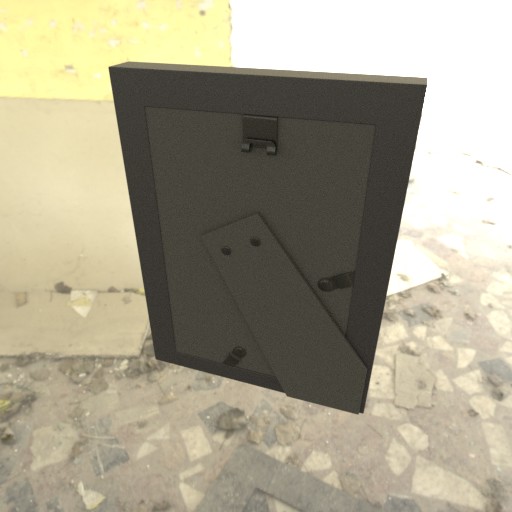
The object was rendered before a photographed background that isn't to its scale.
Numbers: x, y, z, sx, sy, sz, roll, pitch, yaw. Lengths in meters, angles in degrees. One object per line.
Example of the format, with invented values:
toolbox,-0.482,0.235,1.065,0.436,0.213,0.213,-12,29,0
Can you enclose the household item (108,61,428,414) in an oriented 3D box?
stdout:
household item,0.000,0.000,0.228,0.133,0.178,0.022,10,33,16
